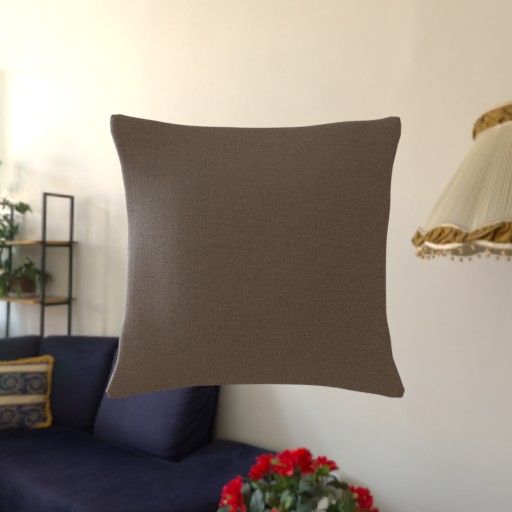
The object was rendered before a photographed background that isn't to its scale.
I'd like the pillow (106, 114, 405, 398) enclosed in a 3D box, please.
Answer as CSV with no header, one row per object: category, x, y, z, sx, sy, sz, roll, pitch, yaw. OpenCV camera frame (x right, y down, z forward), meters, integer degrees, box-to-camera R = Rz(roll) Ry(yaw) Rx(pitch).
pillow,0.000,0.000,0.661,0.435,0.416,0.189,0,0,-1
